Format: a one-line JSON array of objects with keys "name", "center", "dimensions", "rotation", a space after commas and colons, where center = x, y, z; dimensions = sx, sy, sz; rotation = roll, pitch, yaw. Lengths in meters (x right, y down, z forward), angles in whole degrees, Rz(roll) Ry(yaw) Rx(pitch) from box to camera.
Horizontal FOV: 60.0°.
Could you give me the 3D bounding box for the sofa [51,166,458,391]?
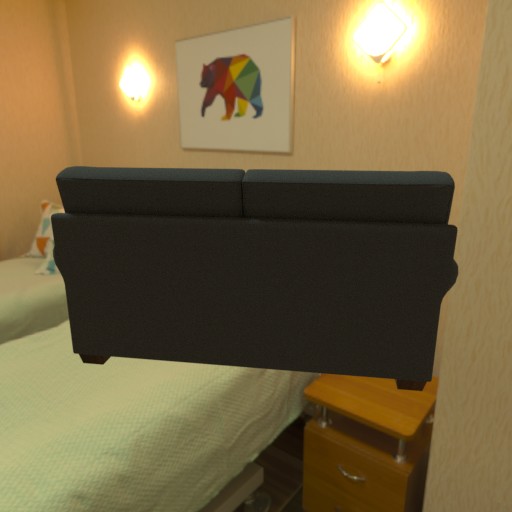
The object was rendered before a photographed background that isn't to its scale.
[{"name": "sofa", "center": [0.000, 0.000, 2.485], "dimensions": [1.930, 1.020, 0.940], "rotation": [2, 16, 8]}]
